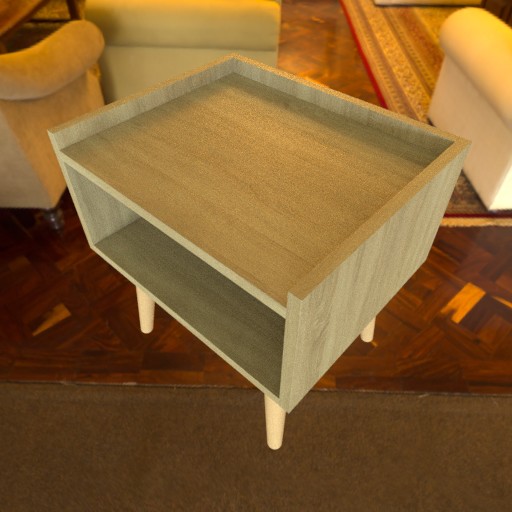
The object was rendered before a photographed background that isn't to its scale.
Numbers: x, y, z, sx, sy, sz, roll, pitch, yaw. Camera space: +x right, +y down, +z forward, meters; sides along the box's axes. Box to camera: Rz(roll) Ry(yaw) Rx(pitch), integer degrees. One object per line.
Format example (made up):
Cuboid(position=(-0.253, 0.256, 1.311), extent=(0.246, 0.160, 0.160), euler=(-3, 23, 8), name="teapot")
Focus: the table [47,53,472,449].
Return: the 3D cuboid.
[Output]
Cuboid(position=(0.000, 0.000, 0.773), extent=(0.450, 0.470, 0.370), euler=(33, 54, 28), name="table")
